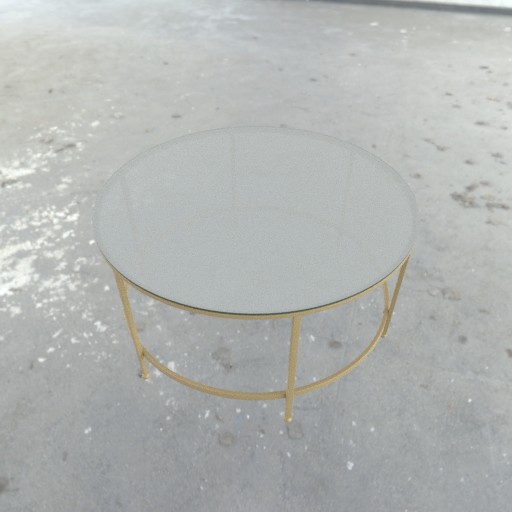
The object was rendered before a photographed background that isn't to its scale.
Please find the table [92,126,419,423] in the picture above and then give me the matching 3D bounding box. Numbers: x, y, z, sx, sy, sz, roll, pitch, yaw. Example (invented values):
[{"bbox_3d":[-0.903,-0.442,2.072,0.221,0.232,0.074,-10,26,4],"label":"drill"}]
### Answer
[{"bbox_3d":[0.000,0.000,1.432,0.914,0.470,0.914,0,41,0],"label":"table"}]
